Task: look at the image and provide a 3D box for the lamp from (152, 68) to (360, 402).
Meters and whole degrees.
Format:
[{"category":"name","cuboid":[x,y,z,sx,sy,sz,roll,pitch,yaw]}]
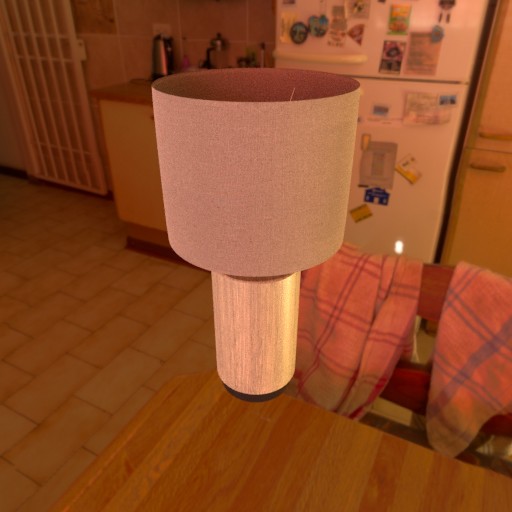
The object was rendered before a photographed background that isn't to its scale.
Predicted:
[{"category":"lamp","cuboid":[0.000,0.000,0.600,0.228,0.444,0.228,-1,30,-2]}]
